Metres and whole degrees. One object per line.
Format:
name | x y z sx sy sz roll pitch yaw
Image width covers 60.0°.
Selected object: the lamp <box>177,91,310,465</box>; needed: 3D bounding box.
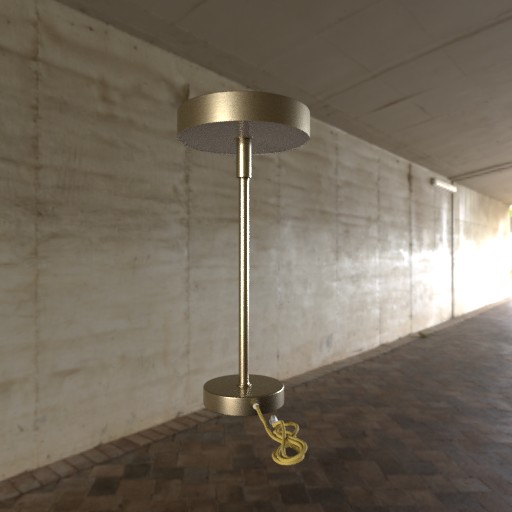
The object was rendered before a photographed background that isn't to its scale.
lamp | 0.000 0.000 0.704 0.229 0.508 0.369 0 0 -18
